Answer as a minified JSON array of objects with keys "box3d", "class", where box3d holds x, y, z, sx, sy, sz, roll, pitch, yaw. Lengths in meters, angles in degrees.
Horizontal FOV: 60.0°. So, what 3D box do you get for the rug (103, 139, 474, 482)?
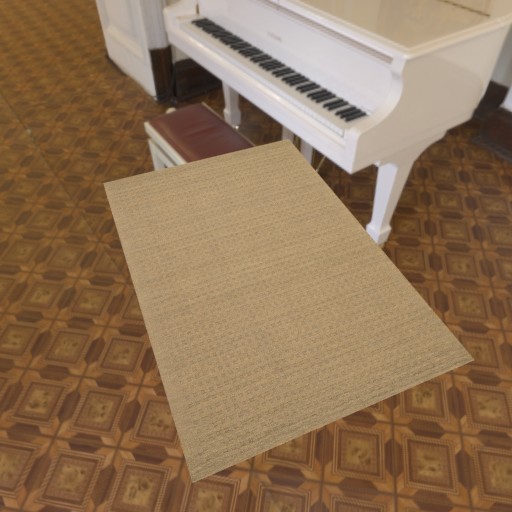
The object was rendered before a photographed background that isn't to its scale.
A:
[{"box3d":[0.000,0.000,3.635,1.981,0.006,2.895,-17,50,-15],"class":"rug"}]
